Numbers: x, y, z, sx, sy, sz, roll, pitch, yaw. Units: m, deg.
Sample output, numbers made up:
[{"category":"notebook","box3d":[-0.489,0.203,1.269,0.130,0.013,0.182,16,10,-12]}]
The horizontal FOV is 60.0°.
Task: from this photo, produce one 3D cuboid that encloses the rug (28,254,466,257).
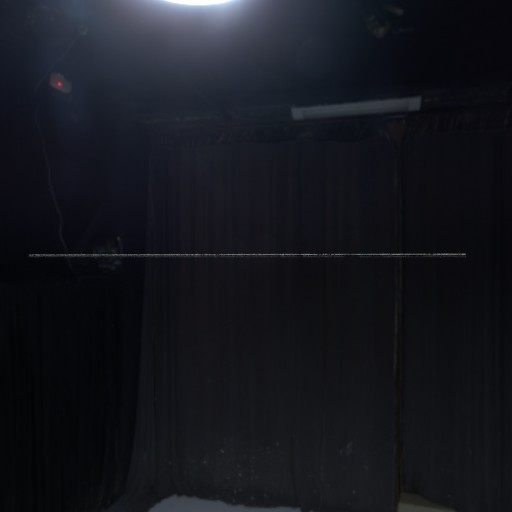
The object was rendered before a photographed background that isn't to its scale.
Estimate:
[{"category":"rug","box3d":[0.000,0.000,3.067,2.444,0.012,1.530,0,0,17]}]
